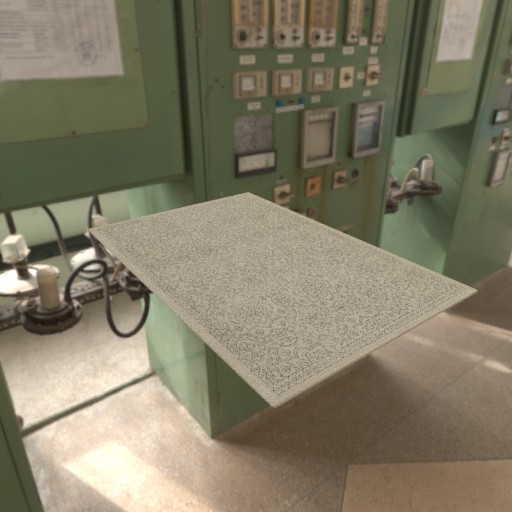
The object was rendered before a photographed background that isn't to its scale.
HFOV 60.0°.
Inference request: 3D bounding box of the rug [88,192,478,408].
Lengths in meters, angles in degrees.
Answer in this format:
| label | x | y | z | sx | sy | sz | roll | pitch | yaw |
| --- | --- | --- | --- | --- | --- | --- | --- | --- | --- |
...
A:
| label | x | y | z | sx | sy | sz | roll | pitch | yaw |
| --- | --- | --- | --- | --- | --- | --- | --- | --- | --- |
| rug | 0.000 | 0.000 | 2.392 | 1.219 | 0.010 | 1.829 | -18 | 31 | -32 |
